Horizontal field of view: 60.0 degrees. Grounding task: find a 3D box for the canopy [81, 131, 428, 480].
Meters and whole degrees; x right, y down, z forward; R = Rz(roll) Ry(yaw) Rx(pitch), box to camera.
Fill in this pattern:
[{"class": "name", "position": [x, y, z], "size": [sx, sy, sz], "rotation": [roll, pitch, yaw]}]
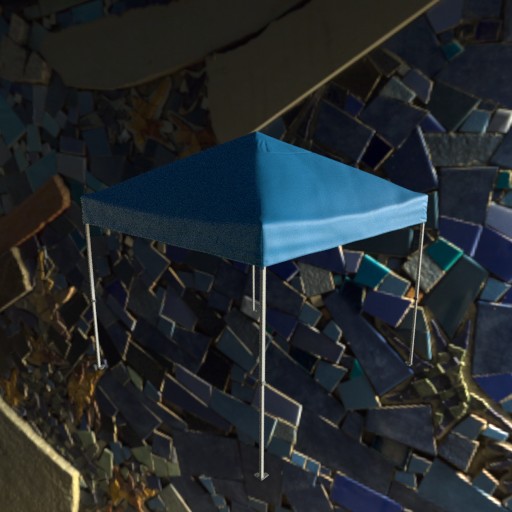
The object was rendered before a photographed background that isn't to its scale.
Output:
[{"class": "canopy", "position": [0.000, 0.000, 5.529], "size": [2.998, 2.997, 2.996], "rotation": [13, 19, 42]}]
